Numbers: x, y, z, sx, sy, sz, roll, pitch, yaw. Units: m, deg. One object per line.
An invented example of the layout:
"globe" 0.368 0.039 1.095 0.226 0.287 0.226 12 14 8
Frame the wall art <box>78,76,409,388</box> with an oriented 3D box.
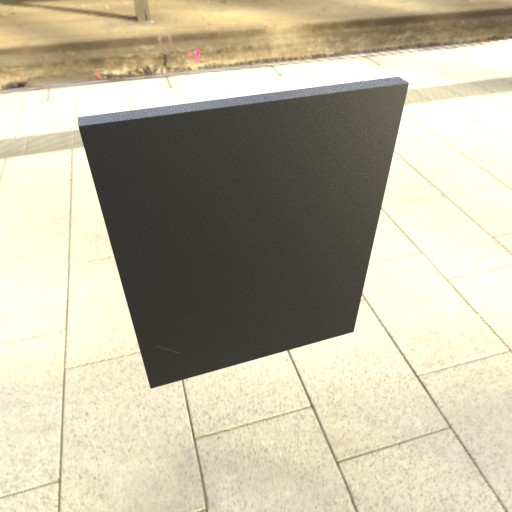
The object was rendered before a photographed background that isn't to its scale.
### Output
"wall art" 0.000 0.000 0.776 0.457 0.557 0.028 -12 42 -14
